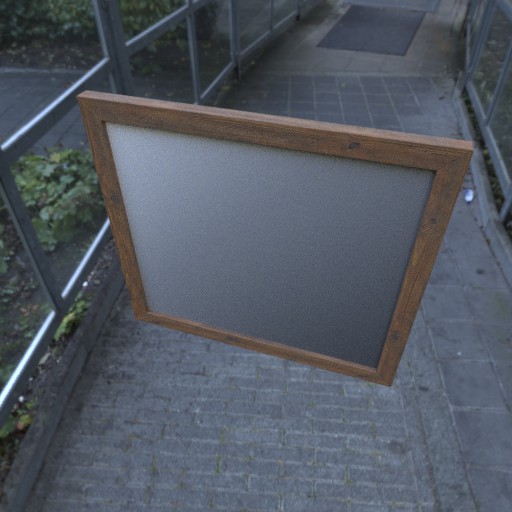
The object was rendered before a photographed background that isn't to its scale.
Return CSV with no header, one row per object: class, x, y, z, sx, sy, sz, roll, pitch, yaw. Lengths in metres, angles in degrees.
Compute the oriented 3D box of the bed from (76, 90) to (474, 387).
bed,0.000,0.000,1.442,1.046,0.942,0.046,12,42,14
